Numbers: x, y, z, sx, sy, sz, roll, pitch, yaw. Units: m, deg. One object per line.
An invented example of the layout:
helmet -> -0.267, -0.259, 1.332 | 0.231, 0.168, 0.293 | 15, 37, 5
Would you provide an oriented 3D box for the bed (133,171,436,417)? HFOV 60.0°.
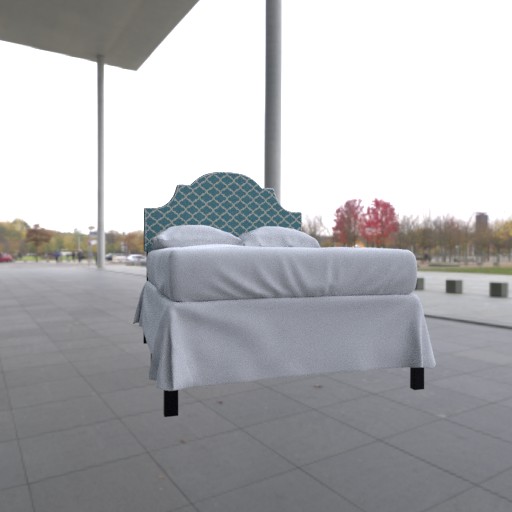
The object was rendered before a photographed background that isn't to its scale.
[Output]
bed -> 0.000, 0.000, 3.442 | 1.780, 1.633, 2.222 | 0, 0, -17
